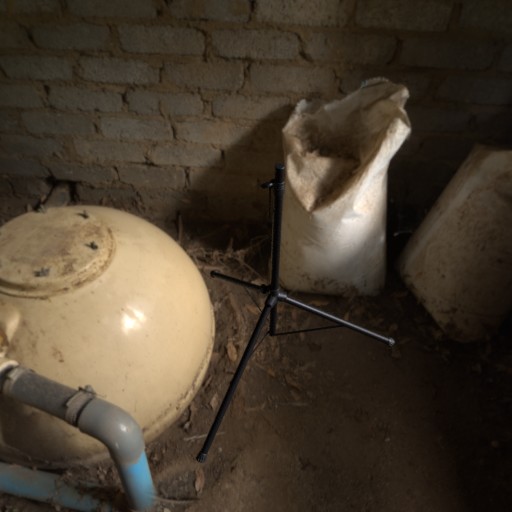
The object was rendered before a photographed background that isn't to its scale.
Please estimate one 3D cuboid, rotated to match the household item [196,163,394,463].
[{"bbox_3d":[0.000,0.000,2.762,1.596,1.595,1.339,-23,50,-21],"label":"household item"}]
